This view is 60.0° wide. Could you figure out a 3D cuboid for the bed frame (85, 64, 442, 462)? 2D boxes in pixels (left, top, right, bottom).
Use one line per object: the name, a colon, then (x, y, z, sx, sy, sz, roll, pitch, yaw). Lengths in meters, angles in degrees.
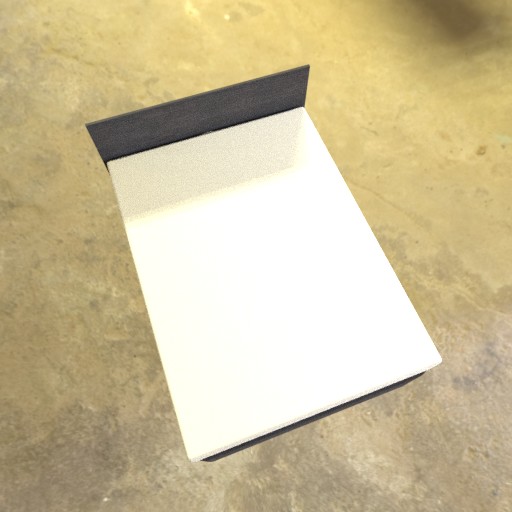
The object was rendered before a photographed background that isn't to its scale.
bed frame: (0.000, 0.000, 2.627, 1.400, 0.800, 1.900, -18, 66, -9)
